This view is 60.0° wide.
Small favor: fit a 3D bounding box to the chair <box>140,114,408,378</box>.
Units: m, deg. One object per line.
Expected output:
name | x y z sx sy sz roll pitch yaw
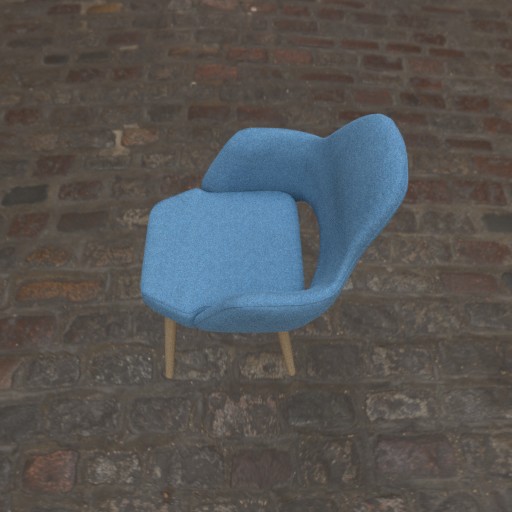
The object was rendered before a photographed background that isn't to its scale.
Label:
chair | 0.000 0.000 1.351 0.666 0.920 0.589 -1 59 -1
